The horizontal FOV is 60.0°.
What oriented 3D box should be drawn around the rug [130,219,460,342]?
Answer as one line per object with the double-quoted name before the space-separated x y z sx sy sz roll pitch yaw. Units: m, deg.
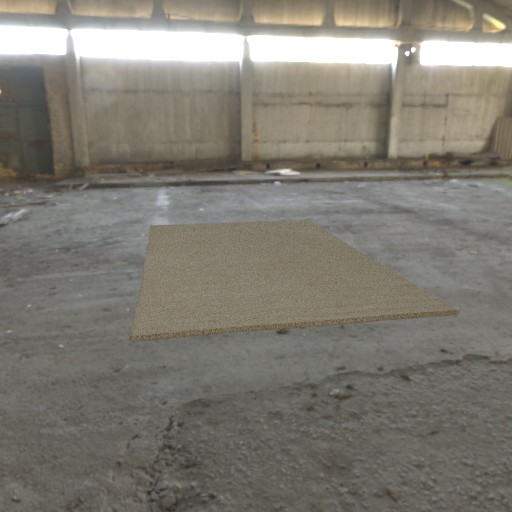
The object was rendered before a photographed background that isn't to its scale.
"rug" 0.000 0.000 3.055 1.500 0.025 2.346 -3 16 -11
